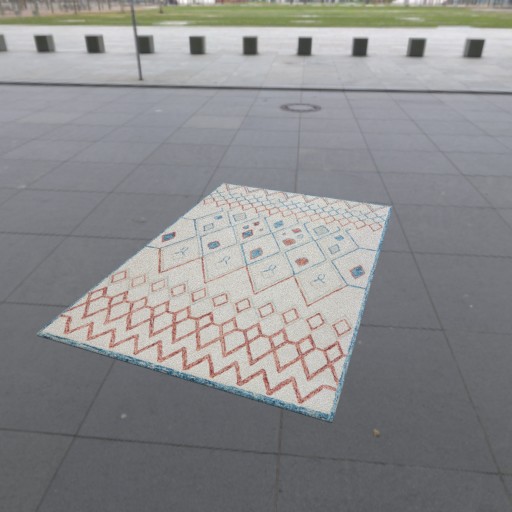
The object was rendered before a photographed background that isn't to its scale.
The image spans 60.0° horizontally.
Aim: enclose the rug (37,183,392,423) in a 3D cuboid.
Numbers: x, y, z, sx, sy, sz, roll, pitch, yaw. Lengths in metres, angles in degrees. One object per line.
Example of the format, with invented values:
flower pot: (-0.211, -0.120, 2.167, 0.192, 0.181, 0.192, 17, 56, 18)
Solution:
rug: (0.000, 0.000, 2.353, 1.219, 0.016, 1.829, 11, 32, 18)
